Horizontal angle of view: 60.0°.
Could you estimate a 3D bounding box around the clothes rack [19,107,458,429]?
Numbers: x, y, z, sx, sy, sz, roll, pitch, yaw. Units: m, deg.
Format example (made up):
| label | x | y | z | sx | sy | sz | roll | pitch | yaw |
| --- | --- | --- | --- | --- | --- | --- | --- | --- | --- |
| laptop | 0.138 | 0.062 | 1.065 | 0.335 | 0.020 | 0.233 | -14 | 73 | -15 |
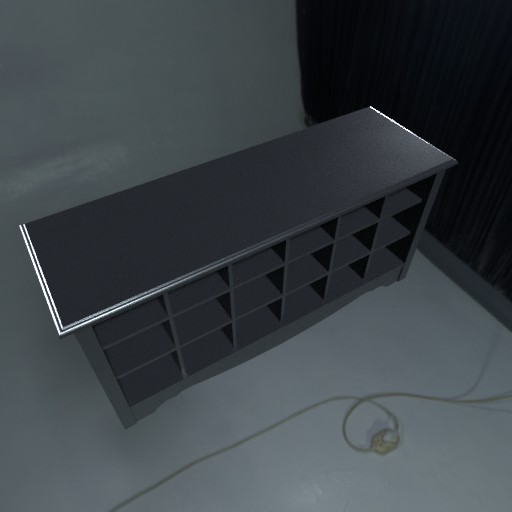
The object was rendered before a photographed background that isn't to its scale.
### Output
| label | x | y | z | sx | sy | sz | roll | pitch | yaw |
| --- | --- | --- | --- | --- | --- | --- | --- | --- | --- |
| clothes rack | 0.000 | 0.000 | 1.464 | 1.219 | 0.556 | 0.406 | -24 | 51 | -21 |
